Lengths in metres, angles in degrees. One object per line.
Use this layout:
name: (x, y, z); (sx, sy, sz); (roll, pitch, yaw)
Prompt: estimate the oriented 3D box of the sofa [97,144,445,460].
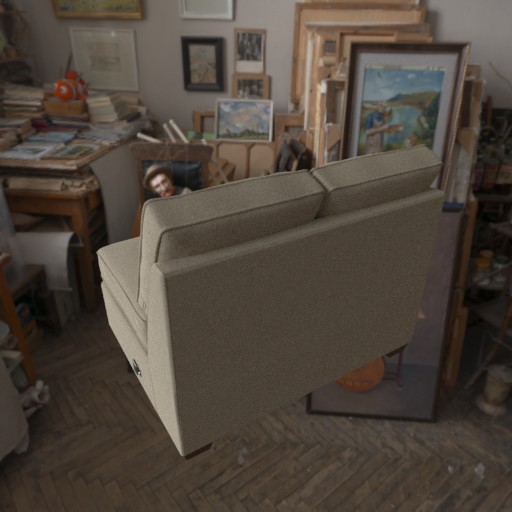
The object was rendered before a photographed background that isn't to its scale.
sofa: (0.000, 0.000, 2.011); (1.237, 1.008, 0.951); (-17, 33, -28)
